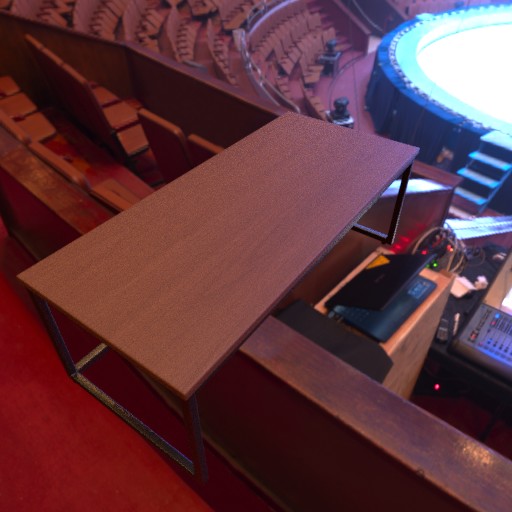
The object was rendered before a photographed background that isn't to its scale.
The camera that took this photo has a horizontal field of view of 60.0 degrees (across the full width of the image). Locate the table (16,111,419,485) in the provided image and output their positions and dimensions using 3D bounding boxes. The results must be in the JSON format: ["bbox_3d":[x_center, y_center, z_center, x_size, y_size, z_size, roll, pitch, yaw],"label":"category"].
[{"bbox_3d":[0.000,0.000,1.324,0.500,0.400,1.100,25,47,26],"label":"table"}]
